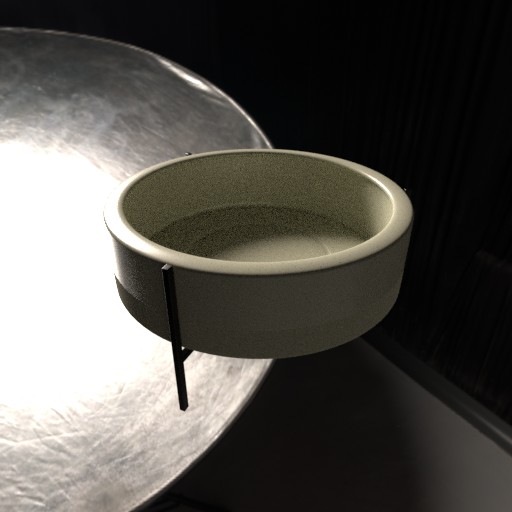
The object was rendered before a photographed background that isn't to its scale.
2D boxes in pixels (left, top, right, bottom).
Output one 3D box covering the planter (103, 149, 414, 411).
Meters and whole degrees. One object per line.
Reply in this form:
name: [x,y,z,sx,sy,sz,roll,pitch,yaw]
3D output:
planter: [0.000,0.000,0.543,0.336,0.171,0.345,-19,36,-29]
